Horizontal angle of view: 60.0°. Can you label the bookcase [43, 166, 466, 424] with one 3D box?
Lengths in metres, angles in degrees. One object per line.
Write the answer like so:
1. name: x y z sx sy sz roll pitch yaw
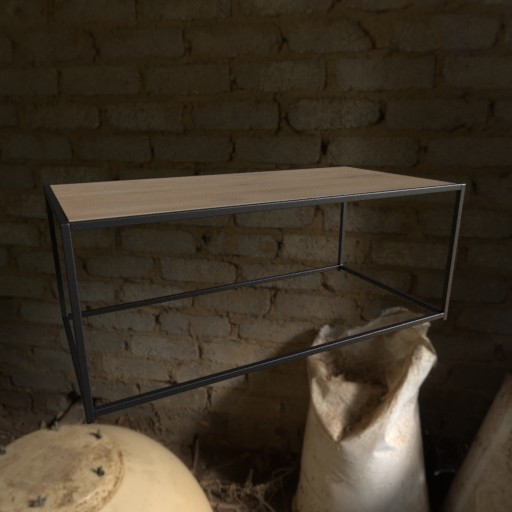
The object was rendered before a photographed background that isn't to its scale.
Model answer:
1. bookcase: 0.000 0.000 1.231 1.000 0.400 0.500 -9 20 -26
